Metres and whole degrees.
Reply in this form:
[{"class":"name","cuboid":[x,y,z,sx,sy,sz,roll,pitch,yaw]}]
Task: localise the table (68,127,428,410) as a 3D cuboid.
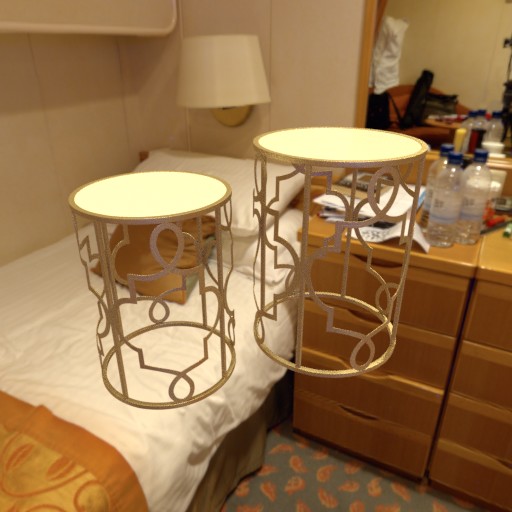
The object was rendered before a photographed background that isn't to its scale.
[{"class":"table","cuboid":[0.000,0.000,1.156,0.846,0.564,0.420,-8,27,-16]}]
